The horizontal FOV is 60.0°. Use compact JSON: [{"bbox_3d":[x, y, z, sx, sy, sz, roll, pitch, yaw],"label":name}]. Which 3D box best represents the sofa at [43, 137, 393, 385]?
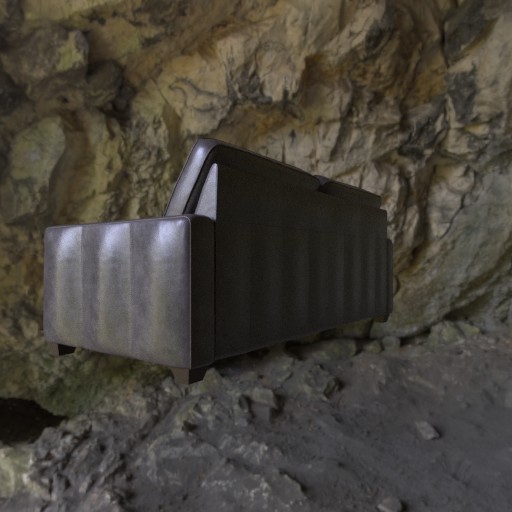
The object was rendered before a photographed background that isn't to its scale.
[{"bbox_3d":[0.000,0.000,2.587,0.939,0.916,2.081,-1,-1,36],"label":"sofa"}]
